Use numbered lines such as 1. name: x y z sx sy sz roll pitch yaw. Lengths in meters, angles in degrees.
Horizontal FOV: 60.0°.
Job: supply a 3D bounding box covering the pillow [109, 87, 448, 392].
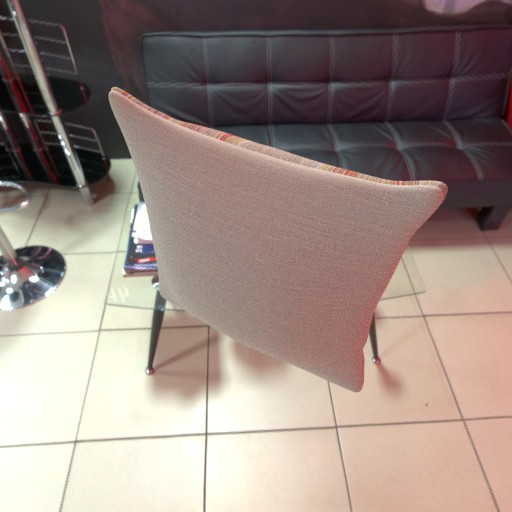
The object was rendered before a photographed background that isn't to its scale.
1. pillow: 0.000 0.000 0.686 0.451 0.449 0.191 23 51 20
